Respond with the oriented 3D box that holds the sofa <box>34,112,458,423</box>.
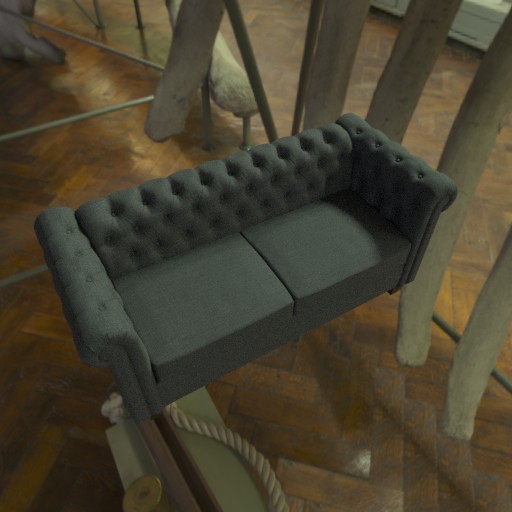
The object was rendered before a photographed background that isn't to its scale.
[{"bbox_3d":[0.000,0.000,2.235,1.798,0.797,0.783,-23,50,-20],"label":"sofa"}]
